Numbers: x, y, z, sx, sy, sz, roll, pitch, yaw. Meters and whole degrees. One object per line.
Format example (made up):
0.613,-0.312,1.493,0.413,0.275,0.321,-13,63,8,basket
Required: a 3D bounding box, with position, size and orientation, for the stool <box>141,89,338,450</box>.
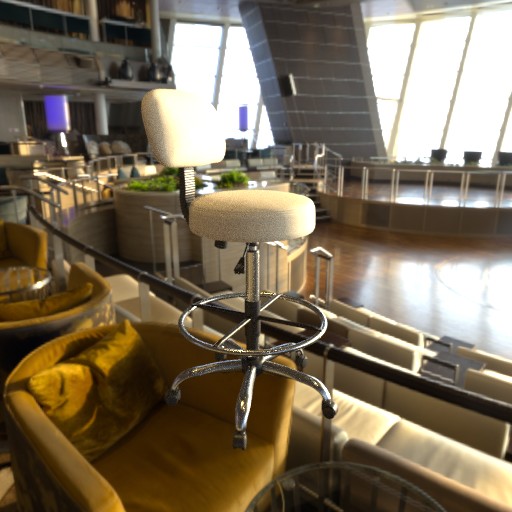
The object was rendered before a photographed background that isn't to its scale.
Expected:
0.000,0.000,1.504,0.616,1.080,0.609,8,17,25,stool
